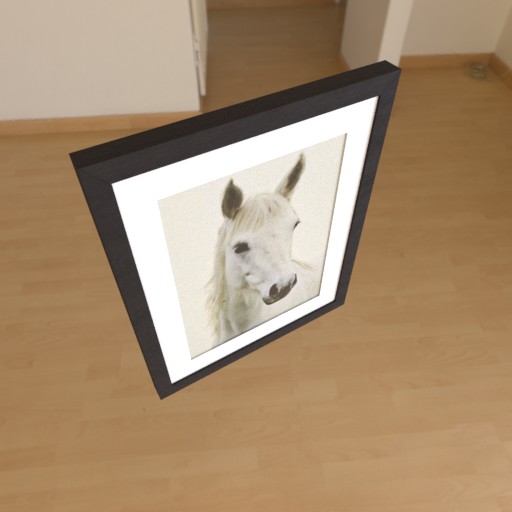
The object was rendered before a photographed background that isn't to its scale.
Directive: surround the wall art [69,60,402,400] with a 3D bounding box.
[{"bbox_3d":[0.000,0.000,0.755,0.455,0.552,0.034,-24,52,-20],"label":"wall art"}]
